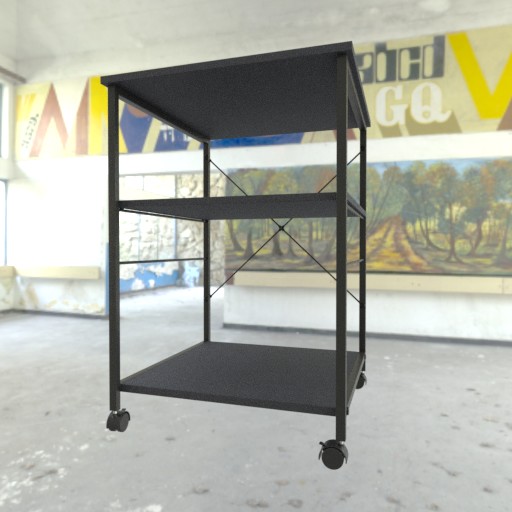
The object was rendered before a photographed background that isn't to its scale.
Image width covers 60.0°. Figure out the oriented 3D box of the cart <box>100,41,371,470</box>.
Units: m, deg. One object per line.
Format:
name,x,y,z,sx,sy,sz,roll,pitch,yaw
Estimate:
cart,0.000,0.000,1.106,0.521,0.762,0.520,0,1,18
